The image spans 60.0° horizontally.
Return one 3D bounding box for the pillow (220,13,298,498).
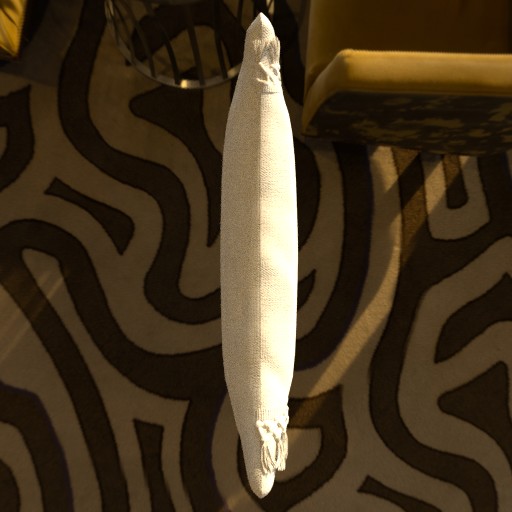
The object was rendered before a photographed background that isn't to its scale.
[{"bbox_3d":[0.000,0.000,0.567,0.084,0.305,0.466,0,90,-2],"label":"pillow"}]
